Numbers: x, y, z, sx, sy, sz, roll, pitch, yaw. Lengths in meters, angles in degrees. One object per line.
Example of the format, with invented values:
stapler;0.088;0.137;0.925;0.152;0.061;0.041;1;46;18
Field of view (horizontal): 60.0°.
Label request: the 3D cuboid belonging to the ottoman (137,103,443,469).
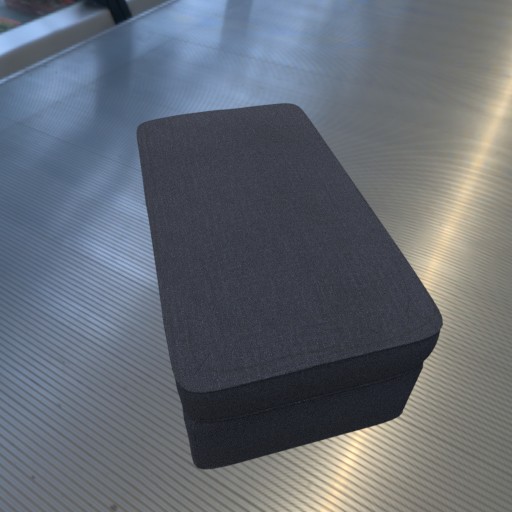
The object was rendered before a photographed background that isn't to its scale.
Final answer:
ottoman;0.000;0.000;1.168;0.505;0.453;0.895;-11;47;-10
